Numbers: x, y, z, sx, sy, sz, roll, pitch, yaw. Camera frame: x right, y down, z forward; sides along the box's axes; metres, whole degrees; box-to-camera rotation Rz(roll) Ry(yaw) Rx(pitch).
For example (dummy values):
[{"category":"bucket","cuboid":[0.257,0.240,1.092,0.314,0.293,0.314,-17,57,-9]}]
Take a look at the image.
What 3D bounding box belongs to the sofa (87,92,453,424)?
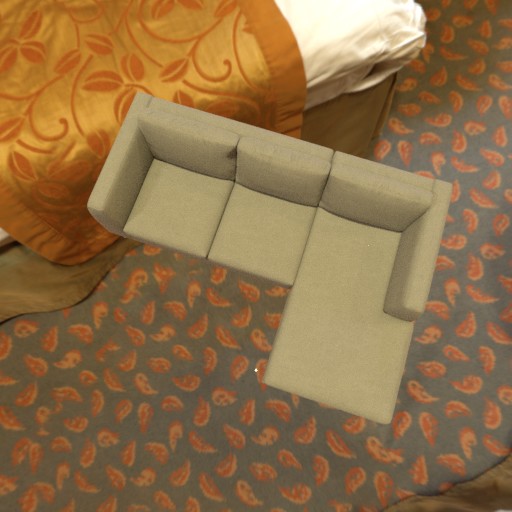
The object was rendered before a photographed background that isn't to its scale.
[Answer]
[{"category":"sofa","cuboid":[0.000,0.000,3.054,2.300,0.860,1.580,18,76,4]}]
